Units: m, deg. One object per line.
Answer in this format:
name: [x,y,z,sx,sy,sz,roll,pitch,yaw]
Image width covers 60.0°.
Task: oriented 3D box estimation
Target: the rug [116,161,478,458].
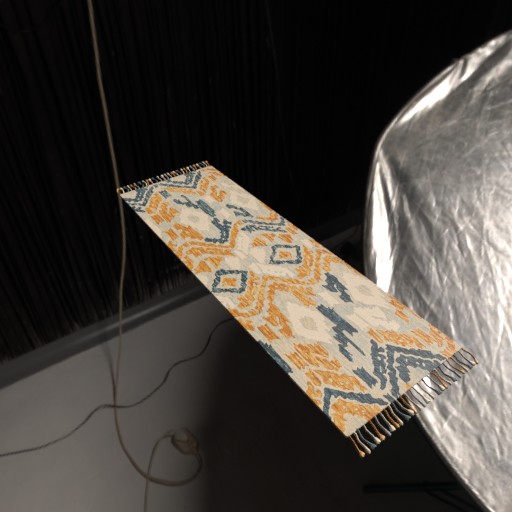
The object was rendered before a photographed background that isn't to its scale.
rug: [0.000,0.000,2.607,0.783,0.010,2.437,-25,45,-27]
